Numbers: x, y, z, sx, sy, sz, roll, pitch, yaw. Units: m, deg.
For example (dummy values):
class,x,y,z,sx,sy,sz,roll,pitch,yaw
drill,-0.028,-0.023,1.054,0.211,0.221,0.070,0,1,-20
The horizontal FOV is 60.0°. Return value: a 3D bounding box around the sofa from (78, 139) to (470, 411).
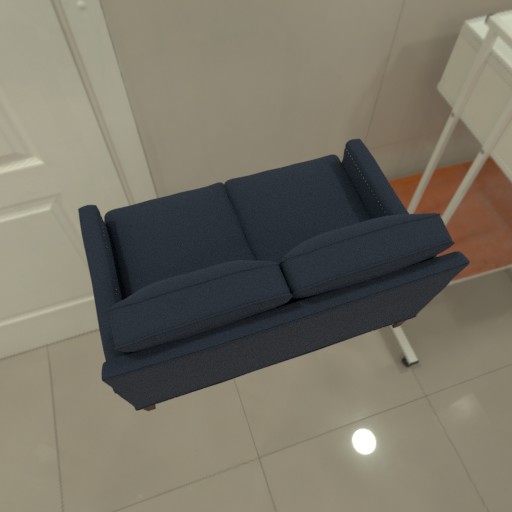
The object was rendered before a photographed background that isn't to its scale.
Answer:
class,x,y,z,sx,sy,sz,roll,pitch,yaw
sofa,0.000,0.000,2.243,1.597,1.003,1.084,-16,59,-10
